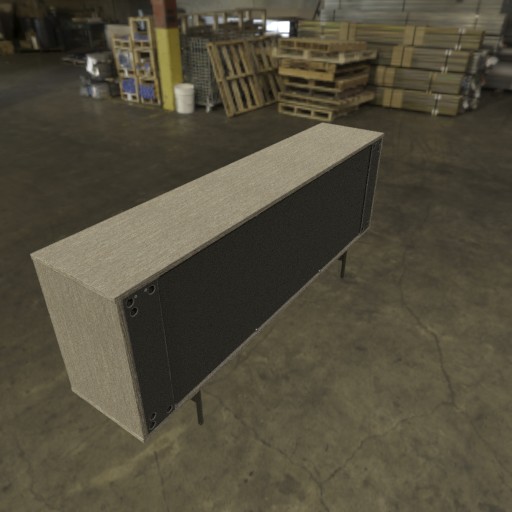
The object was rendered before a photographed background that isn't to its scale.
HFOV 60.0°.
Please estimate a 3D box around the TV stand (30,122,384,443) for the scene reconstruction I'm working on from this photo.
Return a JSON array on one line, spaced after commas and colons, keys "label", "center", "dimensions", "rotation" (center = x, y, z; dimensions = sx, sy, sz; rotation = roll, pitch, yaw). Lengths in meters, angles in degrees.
[{"label": "TV stand", "center": [0.000, 0.000, 2.043], "dimensions": [0.405, 0.787, 1.804], "rotation": [20, 37, 30]}]
